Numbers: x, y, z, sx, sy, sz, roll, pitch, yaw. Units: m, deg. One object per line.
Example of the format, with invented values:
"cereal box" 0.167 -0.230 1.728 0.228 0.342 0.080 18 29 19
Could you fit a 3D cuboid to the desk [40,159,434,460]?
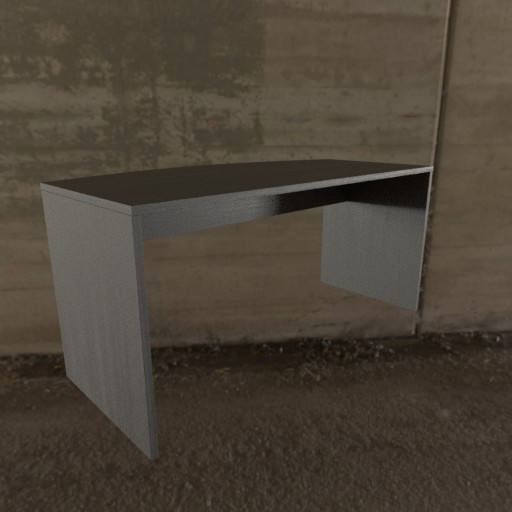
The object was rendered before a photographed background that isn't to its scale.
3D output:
"desk" 0.000 0.000 1.992 1.600 0.750 0.802 -15 22 -41
